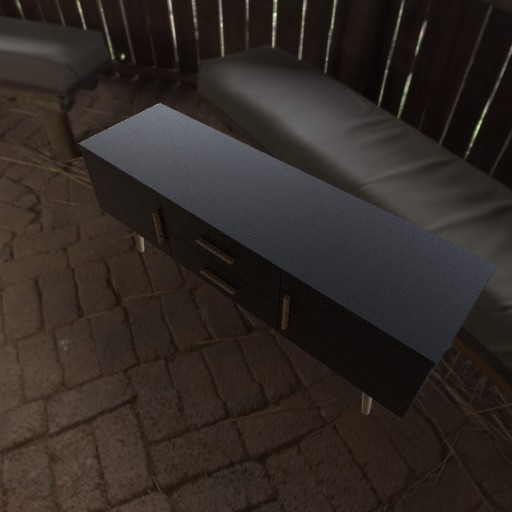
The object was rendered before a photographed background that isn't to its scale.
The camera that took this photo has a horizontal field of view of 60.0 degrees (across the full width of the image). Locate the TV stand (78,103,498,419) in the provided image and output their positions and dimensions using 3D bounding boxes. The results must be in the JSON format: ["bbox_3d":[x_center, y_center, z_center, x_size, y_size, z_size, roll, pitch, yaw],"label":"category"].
[{"bbox_3d":[0.000,0.000,1.521,1.312,0.518,0.390,32,54,26],"label":"TV stand"}]
